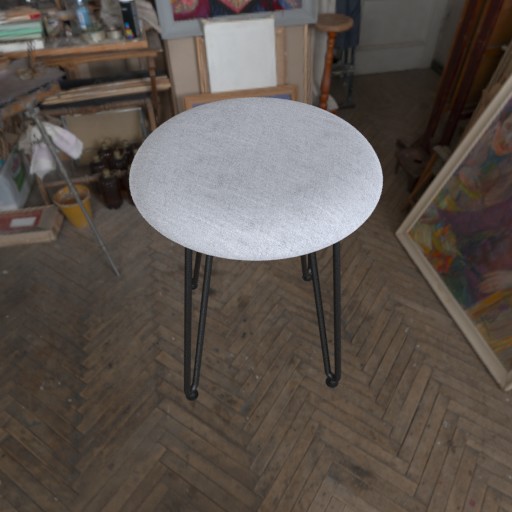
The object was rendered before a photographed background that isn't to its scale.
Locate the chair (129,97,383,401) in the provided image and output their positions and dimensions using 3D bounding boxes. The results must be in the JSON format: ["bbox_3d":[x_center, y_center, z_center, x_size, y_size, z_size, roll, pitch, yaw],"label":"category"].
[{"bbox_3d":[0.000,0.000,0.665,0.350,0.386,0.350,31,53,26],"label":"chair"}]
